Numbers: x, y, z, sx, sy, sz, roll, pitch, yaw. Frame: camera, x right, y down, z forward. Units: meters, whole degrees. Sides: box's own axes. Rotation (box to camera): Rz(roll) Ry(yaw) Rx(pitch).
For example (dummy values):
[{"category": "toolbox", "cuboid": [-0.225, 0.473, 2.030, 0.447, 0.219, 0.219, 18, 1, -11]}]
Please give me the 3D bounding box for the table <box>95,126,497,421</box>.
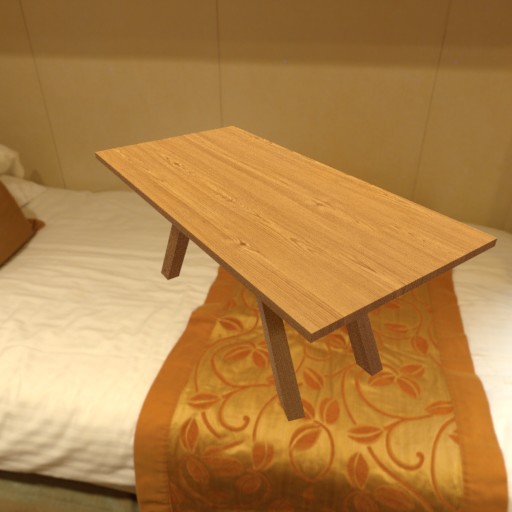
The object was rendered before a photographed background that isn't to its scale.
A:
[{"category": "table", "cuboid": [0.000, 0.000, 2.224, 0.901, 0.750, 1.797, -20, 37, -29]}]
